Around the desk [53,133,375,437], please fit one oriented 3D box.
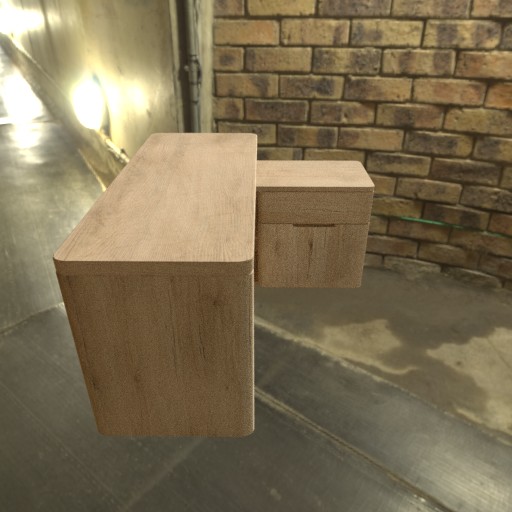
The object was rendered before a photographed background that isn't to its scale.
[{"bbox_3d":[0.000,0.000,2.055,1.175,0.770,1.400,0,30,0],"label":"desk"}]
